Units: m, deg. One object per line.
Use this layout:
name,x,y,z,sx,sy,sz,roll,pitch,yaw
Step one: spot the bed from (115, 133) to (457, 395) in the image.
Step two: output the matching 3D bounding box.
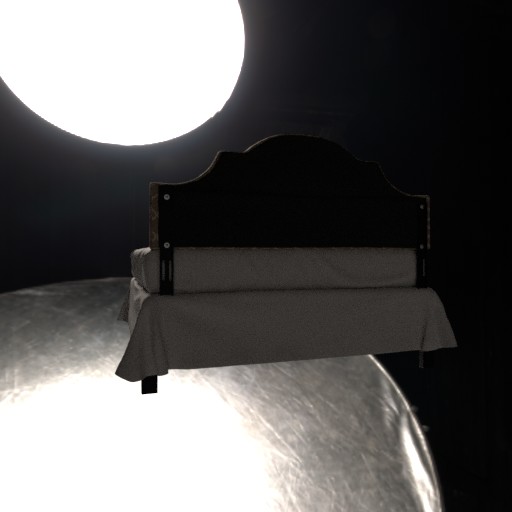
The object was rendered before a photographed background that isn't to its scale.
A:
bed,0.000,0.000,3.805,2.314,1.601,2.222,0,0,-18
